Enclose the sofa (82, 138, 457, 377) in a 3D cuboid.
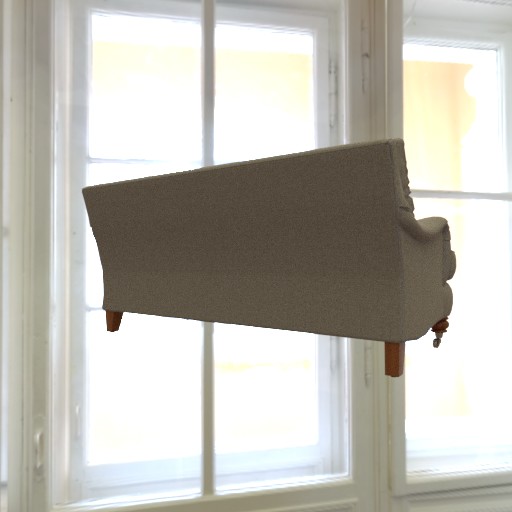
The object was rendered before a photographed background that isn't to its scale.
[{"bbox_3d":[0.000,0.000,2.774,2.160,1.054,1.087,0,0,36],"label":"sofa"}]
